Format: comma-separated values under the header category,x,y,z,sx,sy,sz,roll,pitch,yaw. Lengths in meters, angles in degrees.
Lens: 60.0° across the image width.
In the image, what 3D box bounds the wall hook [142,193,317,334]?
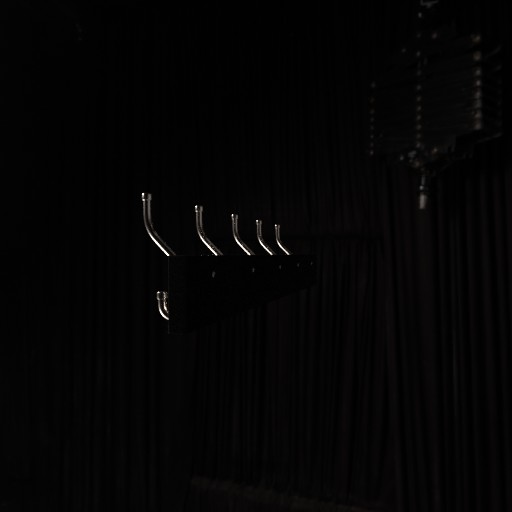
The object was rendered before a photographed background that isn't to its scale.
category,x,y,z,sx,sy,sz,roll,pitch,yaw
wall hook,0.000,0.000,0.616,0.071,0.117,0.571,0,0,18
